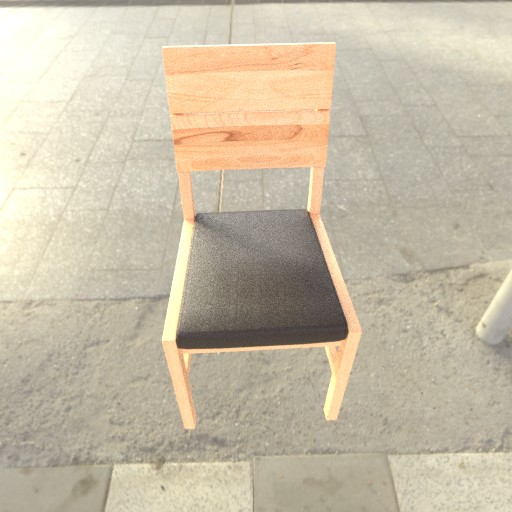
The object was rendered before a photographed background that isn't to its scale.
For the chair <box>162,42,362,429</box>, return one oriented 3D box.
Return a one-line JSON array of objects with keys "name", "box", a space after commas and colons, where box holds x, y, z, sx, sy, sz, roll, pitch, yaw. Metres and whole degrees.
[{"name": "chair", "box": [0.000, 0.000, 1.239, 0.475, 0.950, 0.560, -2, 45, -2]}]
